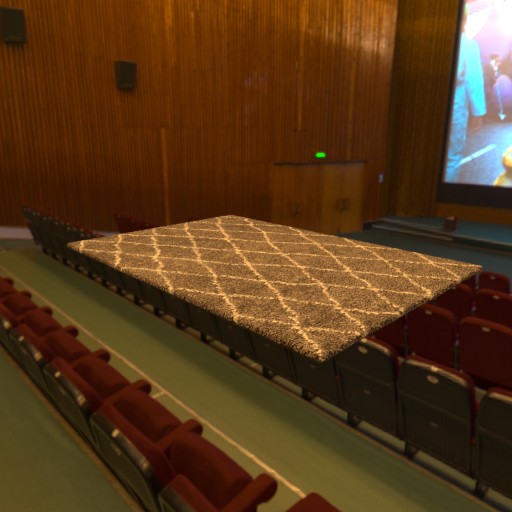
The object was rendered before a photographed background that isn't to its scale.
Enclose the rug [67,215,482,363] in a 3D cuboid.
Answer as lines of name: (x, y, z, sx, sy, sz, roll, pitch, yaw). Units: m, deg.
rug: (0.000, 0.000, 2.264, 1.219, 0.030, 1.778, -15, 22, -42)
